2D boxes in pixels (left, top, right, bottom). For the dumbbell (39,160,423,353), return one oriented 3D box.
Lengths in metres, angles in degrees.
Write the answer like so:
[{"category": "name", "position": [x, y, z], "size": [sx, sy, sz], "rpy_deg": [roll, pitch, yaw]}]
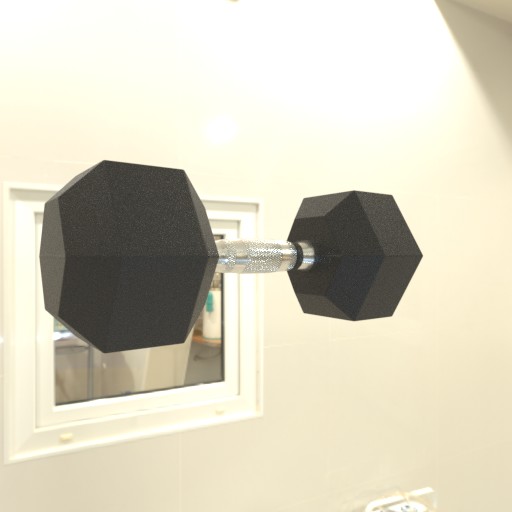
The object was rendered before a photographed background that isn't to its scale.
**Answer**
[{"category": "dumbbell", "position": [0.000, 0.000, 0.394], "size": [0.337, 0.123, 0.142], "rpy_deg": [0, 0, -35]}]
